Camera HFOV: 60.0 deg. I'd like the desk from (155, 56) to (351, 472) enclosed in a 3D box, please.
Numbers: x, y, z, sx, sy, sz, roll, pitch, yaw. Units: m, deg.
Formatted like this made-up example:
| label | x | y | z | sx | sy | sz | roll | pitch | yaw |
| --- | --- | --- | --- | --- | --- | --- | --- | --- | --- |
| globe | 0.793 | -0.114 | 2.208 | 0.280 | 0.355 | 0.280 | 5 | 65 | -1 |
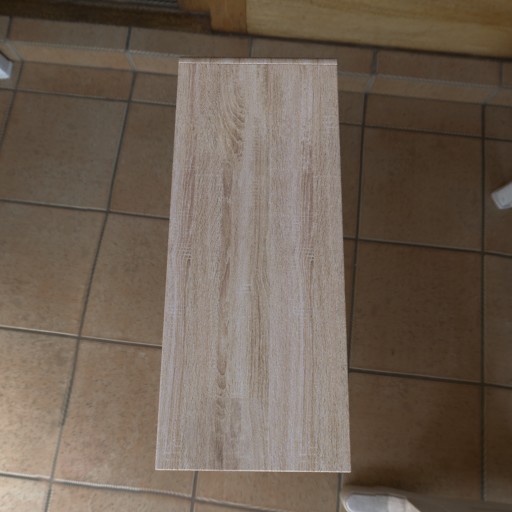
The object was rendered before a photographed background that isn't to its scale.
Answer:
| label | x | y | z | sx | sy | sz | roll | pitch | yaw |
| --- | --- | --- | --- | --- | --- | --- | --- | --- | --- |
| desk | 0.000 | 0.000 | 1.640 | 0.500 | 0.750 | 1.300 | 1 | 77 | 0 |
